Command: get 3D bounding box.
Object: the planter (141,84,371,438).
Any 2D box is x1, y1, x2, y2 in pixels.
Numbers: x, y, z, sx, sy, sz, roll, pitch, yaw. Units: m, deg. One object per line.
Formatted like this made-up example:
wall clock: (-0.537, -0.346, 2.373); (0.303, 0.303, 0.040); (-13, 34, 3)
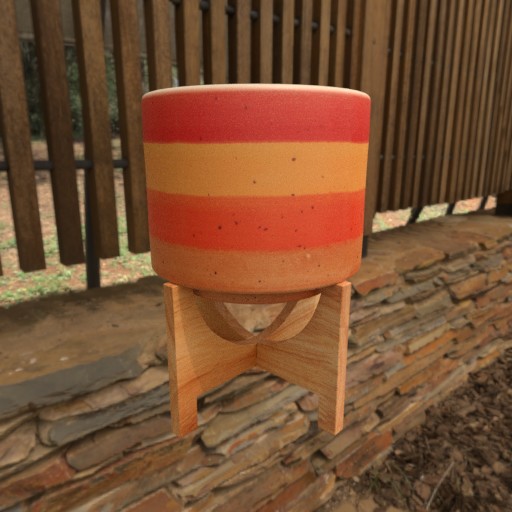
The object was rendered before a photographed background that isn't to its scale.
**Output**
planter: (0.000, 0.000, 0.559); (0.269, 0.379, 0.269); (0, 14, 0)
